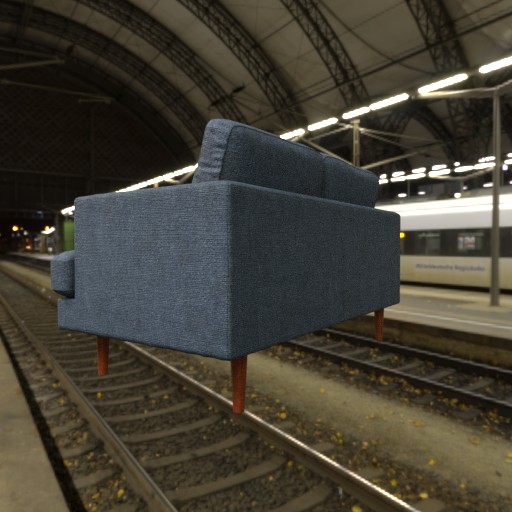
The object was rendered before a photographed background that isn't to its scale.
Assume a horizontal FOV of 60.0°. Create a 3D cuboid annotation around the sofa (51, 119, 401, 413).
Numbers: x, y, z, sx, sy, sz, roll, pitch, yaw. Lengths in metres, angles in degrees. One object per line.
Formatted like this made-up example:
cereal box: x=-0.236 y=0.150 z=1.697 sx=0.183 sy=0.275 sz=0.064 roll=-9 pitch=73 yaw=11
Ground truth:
sofa: x=0.000 y=0.000 z=2.117 sx=0.903 sy=0.944 sz=1.582 roll=1 pitch=2 yaw=35
